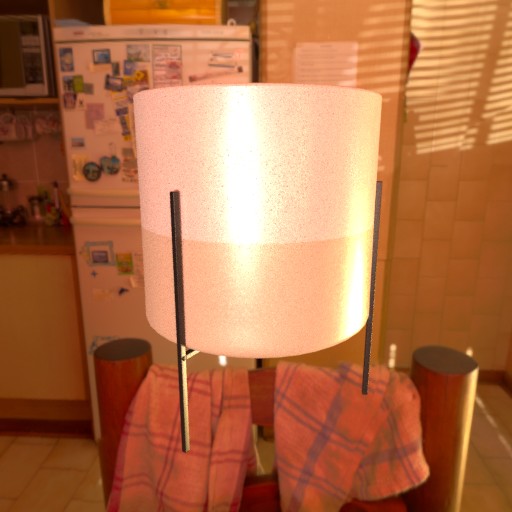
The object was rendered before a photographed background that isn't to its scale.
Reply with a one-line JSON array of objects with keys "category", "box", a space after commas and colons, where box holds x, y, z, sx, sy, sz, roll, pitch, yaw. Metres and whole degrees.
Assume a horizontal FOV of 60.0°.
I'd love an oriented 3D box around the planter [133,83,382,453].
[{"category": "planter", "box": [0.000, 0.000, 0.718, 0.359, 0.484, 0.368, -7, 16, -26]}]
